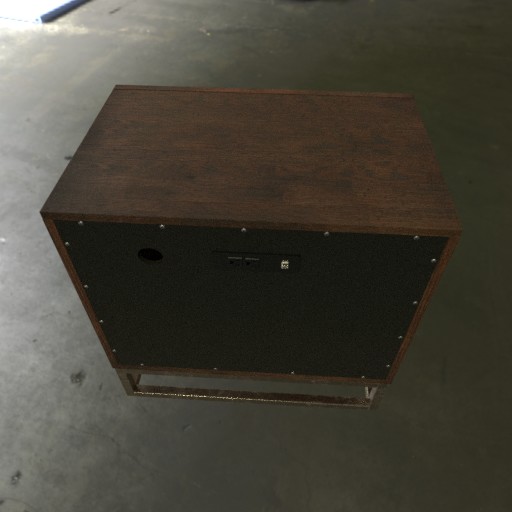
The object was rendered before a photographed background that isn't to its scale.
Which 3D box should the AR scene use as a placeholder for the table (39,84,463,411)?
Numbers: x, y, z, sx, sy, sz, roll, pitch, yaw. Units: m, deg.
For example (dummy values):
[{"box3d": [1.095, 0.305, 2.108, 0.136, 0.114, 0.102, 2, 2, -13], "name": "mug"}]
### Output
[{"box3d": [0.000, 0.000, 1.248, 0.767, 0.746, 0.542, 3, 47, 2], "name": "table"}]
